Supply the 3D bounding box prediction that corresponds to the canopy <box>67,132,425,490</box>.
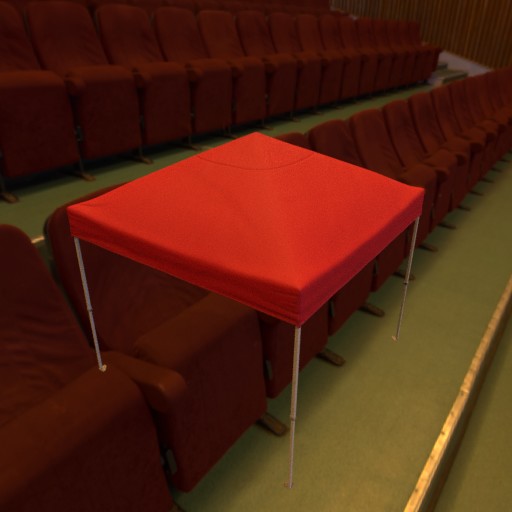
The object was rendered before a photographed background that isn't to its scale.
[{"bbox_3d":[0.000,0.000,5.467,2.998,2.997,2.996,18,32,32],"label":"canopy"}]
